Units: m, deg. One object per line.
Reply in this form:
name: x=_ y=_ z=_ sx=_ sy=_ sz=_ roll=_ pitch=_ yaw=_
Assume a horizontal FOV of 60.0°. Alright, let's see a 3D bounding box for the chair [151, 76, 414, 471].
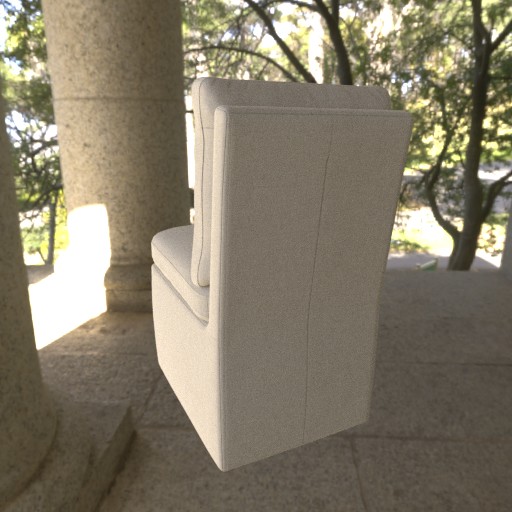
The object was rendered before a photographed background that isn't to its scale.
chair: x=0.000 y=0.000 z=1.309 sx=0.503 sy=0.927 sz=0.698 roll=-8 pitch=17 yaw=-25
